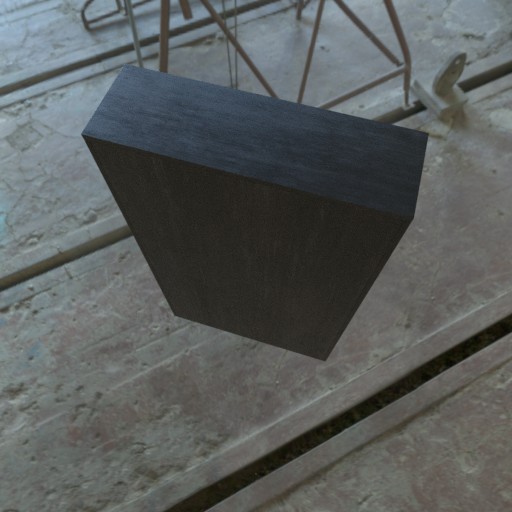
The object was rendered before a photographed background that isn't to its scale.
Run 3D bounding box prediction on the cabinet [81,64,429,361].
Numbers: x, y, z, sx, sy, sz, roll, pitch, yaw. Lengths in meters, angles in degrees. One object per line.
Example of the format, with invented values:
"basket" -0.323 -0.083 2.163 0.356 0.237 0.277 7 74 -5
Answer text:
"cabinet" 0.000 0.000 1.578 0.750 1.280 0.250 16 65 7
